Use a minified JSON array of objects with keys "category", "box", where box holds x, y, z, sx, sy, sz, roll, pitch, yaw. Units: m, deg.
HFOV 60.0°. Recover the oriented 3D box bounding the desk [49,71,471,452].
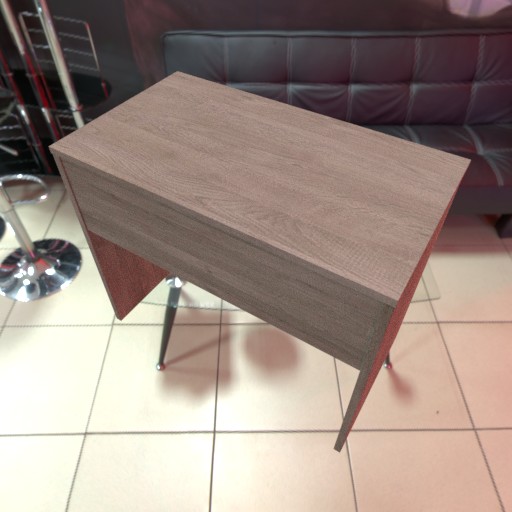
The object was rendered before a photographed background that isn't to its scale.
[{"category":"desk","box":[0.000,0.000,1.333,0.893,0.724,0.498,25,51,22]}]
